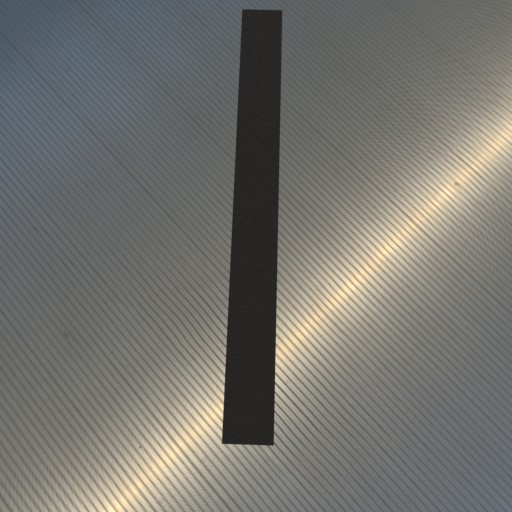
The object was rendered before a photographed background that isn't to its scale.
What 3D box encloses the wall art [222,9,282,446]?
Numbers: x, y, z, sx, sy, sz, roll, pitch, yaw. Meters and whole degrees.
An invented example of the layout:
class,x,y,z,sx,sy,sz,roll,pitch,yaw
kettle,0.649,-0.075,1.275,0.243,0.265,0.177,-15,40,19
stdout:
class,x,y,z,sx,sy,sz,roll,pitch,yaw
wall art,0.000,0.000,0.446,0.030,0.305,0.308,2,75,0
